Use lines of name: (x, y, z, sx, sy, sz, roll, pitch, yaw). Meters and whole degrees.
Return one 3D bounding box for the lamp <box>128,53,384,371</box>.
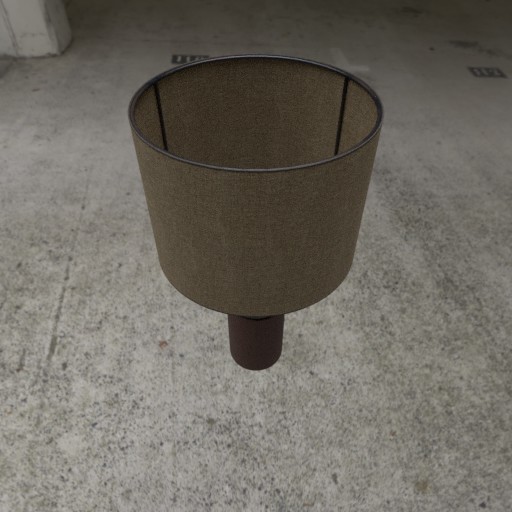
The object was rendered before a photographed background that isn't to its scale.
lamp: (0.000, 0.000, 0.478, 0.202, 0.350, 0.202, 0, 44, 0)
